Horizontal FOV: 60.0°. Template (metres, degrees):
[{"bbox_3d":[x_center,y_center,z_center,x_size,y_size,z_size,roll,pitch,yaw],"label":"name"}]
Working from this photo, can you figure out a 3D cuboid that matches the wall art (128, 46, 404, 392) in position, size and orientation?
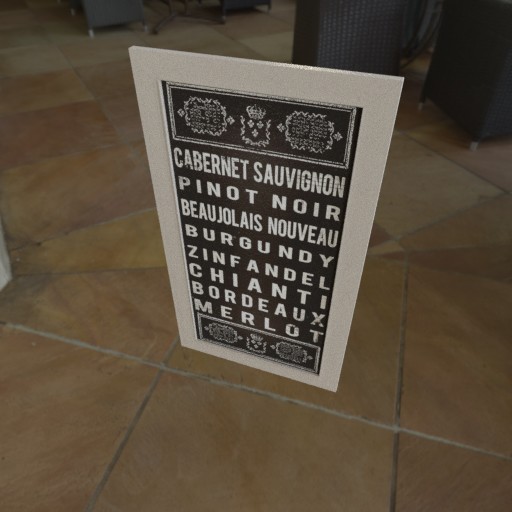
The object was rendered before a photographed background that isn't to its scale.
[{"bbox_3d":[0.000,0.000,0.810,0.380,0.683,0.013,13,43,15],"label":"wall art"}]
